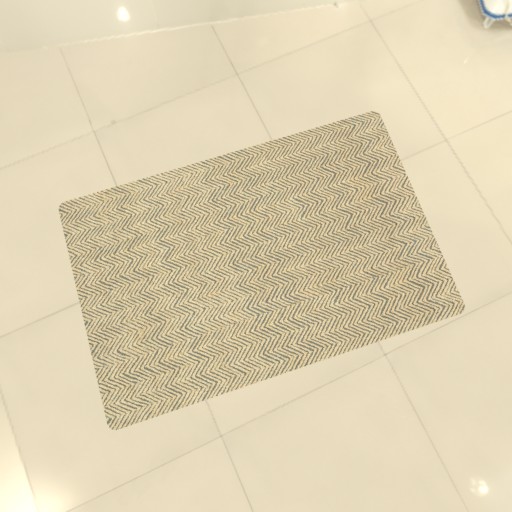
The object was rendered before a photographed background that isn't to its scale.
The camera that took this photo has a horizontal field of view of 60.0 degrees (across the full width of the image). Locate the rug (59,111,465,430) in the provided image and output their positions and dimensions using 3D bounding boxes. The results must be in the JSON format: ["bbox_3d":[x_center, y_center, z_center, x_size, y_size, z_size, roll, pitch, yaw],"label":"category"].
[{"bbox_3d":[0.000,0.000,2.186,1.752,0.008,1.144,-17,76,-4],"label":"rug"}]
